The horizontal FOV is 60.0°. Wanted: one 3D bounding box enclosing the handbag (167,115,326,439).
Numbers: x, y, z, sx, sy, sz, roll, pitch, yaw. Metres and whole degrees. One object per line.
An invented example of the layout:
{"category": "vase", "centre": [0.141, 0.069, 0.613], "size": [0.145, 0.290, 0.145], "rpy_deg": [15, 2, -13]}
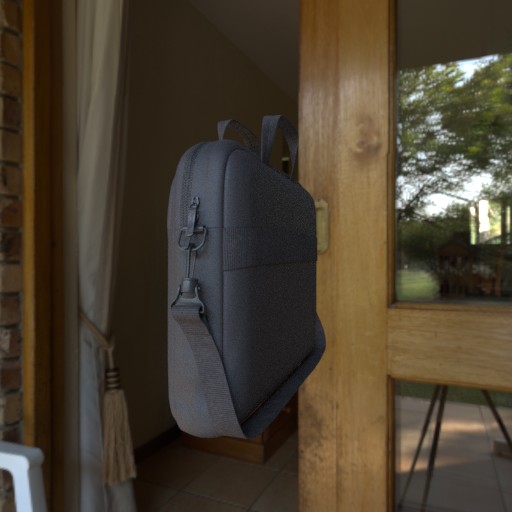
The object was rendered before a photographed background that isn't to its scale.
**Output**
{"category": "handbag", "centre": [0.000, 0.000, 0.425], "size": [0.089, 0.244, 0.320], "rpy_deg": [0, 0, 19]}
